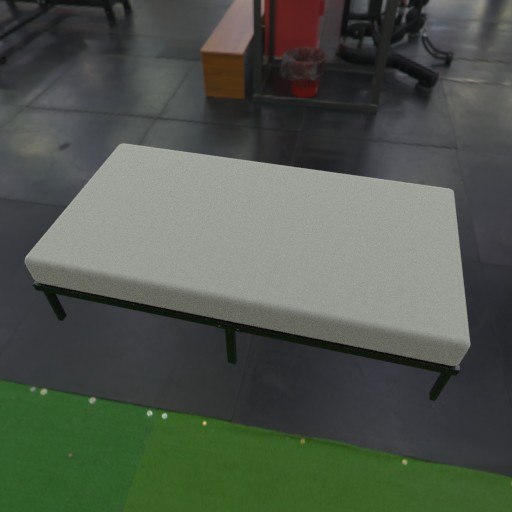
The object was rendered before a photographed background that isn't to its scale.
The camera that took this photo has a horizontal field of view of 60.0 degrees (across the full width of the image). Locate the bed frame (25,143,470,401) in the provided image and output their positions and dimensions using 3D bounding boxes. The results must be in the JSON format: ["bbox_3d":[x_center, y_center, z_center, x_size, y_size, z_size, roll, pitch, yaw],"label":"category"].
[{"bbox_3d":[0.000,0.000,3.179,2.635,0.680,1.393,10,47,9],"label":"bed frame"}]
